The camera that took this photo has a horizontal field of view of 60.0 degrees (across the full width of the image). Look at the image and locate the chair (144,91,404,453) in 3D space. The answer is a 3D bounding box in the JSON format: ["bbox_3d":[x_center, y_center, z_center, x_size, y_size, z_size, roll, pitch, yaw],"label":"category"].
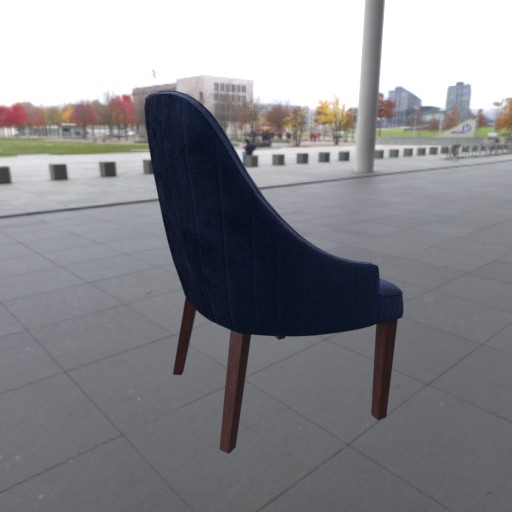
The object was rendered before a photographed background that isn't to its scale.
[{"bbox_3d":[0.000,0.000,1.301,0.575,0.889,0.643,-8,18,-26],"label":"chair"}]
